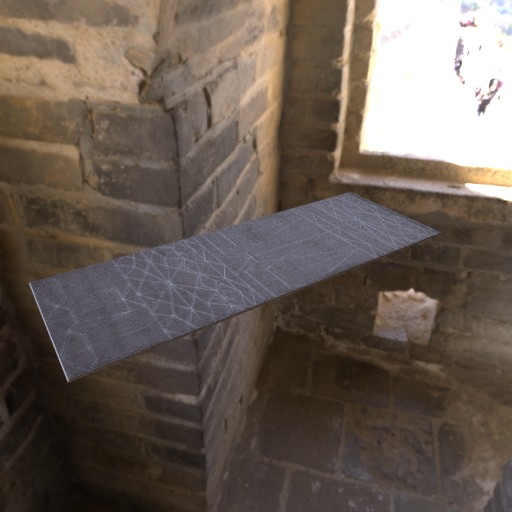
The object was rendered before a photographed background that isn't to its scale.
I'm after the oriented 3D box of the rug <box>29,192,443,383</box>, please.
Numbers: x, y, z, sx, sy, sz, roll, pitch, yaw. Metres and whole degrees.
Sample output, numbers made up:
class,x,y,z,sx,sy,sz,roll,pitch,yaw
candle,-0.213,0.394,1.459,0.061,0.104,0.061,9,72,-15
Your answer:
class,x,y,z,sx,sy,sz,roll,pitch,yaw
rug,0.000,0.000,2.671,2.388,0.012,0.864,-18,35,-28
